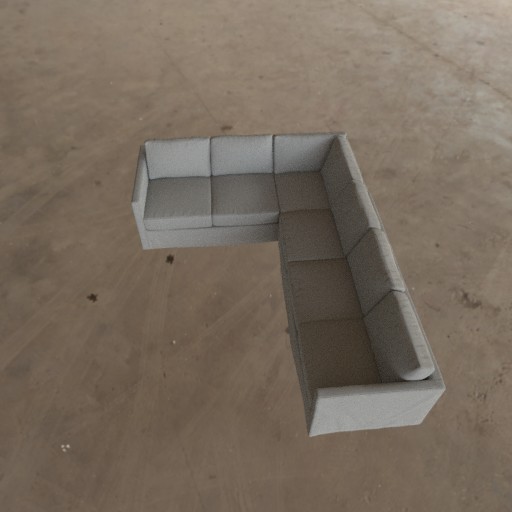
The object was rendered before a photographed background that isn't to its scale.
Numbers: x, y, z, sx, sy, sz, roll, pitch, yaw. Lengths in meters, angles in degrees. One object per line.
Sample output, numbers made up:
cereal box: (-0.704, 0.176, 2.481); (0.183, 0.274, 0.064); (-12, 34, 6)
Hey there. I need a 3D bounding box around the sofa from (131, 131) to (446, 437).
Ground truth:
sofa: (0.000, 0.000, 4.276); (2.432, 0.871, 3.182); (-3, 48, -3)
